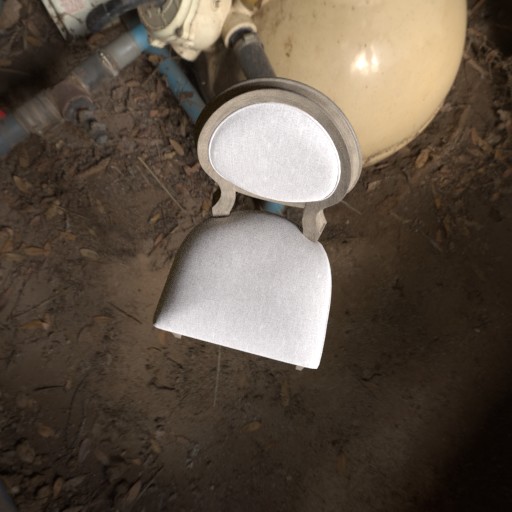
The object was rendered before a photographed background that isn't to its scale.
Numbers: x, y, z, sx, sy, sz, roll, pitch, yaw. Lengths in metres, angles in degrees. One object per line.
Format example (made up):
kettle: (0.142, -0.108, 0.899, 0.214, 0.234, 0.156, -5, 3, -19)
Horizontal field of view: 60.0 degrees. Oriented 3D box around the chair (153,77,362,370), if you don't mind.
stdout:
chair: (0.000, 0.000, 1.396, 0.558, 0.990, 0.602, 14, 77, 3)
